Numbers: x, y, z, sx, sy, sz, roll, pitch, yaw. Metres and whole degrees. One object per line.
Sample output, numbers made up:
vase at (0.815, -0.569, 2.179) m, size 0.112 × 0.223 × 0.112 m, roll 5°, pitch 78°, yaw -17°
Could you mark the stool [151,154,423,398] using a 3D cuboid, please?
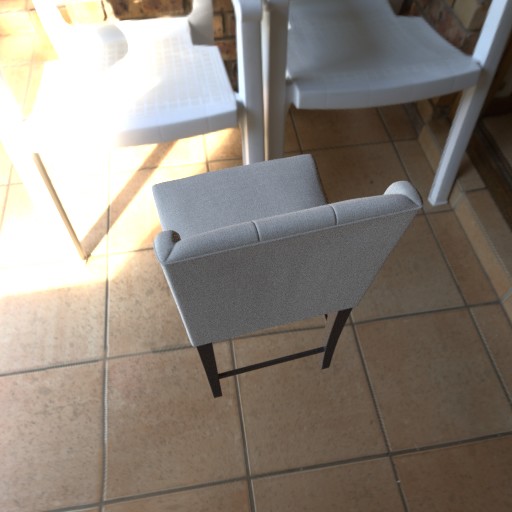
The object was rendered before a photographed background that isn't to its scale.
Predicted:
stool at (0.000, 0.000, 1.198) m, size 0.474 × 0.939 × 0.509 m, roll -13°, pitch 59°, yaw -8°
